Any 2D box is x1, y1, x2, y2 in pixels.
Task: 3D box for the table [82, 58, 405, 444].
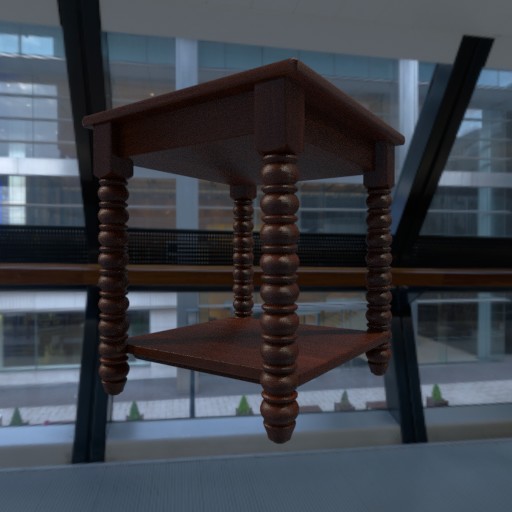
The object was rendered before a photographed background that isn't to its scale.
[{"bbox_3d":[0.000,0.000,0.981,0.500,0.567,0.533,0,1,35],"label":"table"}]
